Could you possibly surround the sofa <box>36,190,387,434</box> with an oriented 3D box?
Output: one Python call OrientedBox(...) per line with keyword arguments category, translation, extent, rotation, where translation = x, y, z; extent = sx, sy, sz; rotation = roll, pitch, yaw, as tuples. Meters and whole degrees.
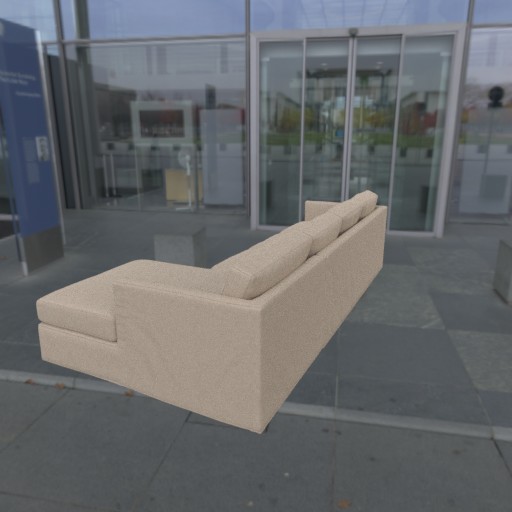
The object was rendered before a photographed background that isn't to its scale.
OrientedBox(category="sofa", translation=(0.000, 0.000, 3.835), extent=(1.622, 0.867, 3.177), rotation=(8, 18, 25))
